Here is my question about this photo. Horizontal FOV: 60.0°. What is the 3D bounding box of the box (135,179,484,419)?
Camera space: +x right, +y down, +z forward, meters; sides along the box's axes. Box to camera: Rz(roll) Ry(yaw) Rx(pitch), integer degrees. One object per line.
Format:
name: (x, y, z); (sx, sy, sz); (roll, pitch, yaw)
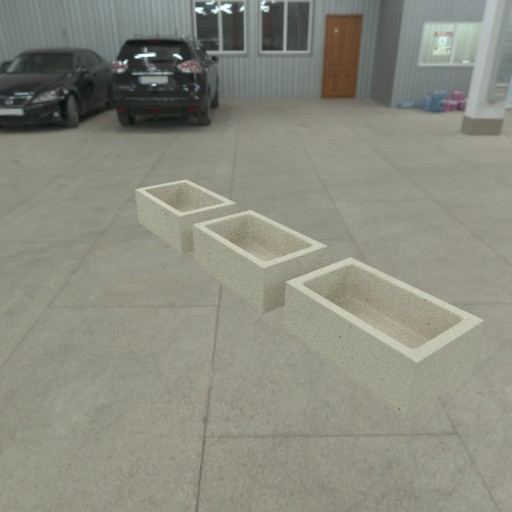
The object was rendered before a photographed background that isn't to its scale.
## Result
box: (0.000, 0.000, 0.485); (0.082, 0.051, 0.461); (-18, 31, -32)
